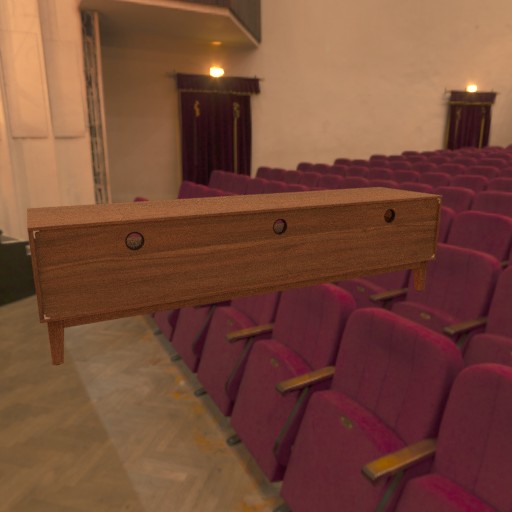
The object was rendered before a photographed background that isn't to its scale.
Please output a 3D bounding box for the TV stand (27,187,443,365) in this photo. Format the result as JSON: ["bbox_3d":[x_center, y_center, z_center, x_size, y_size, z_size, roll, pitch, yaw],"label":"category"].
[{"bbox_3d":[0.000,0.000,1.657,1.482,0.409,0.366,-7,16,-26],"label":"TV stand"}]
